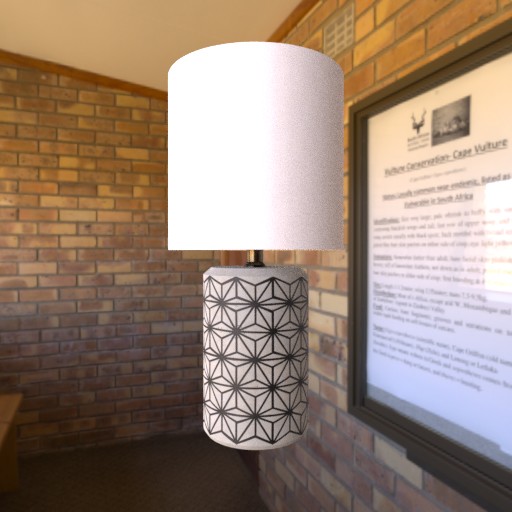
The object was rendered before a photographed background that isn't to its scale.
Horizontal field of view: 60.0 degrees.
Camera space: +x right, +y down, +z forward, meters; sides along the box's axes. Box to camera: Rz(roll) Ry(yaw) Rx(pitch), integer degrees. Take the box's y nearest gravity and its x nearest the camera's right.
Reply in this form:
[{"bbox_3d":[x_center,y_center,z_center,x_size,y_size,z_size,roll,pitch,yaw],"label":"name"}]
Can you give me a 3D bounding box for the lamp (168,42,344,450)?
[{"bbox_3d":[0.000,0.000,0.533,0.206,0.416,0.206,0,1,37],"label":"lamp"}]
